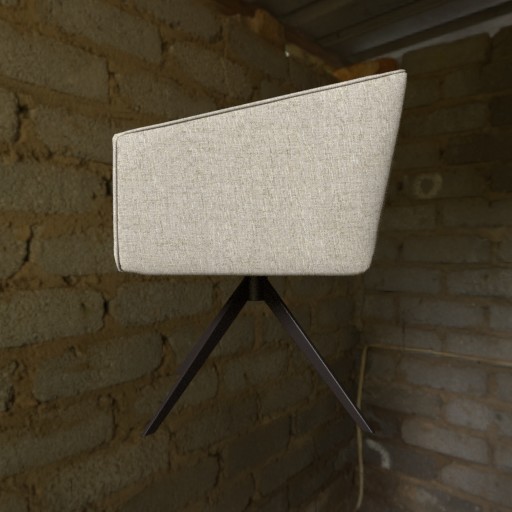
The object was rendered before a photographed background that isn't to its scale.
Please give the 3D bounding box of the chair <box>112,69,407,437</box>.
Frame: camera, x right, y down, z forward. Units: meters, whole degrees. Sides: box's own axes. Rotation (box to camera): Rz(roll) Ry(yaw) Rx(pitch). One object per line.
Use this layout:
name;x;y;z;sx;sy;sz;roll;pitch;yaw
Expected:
chair;0.000;0.000;1.195;0.623;0.760;0.628;0;0;1
